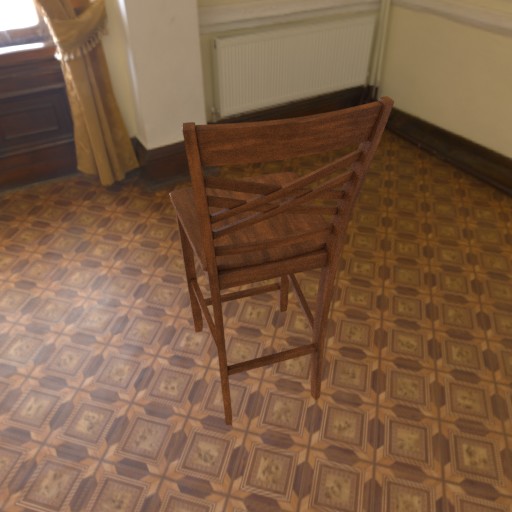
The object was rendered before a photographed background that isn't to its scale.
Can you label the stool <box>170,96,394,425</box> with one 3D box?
[{"bbox_3d":[0.000,0.000,1.360,0.426,1.098,0.504,-12,42,-13],"label":"stool"}]
